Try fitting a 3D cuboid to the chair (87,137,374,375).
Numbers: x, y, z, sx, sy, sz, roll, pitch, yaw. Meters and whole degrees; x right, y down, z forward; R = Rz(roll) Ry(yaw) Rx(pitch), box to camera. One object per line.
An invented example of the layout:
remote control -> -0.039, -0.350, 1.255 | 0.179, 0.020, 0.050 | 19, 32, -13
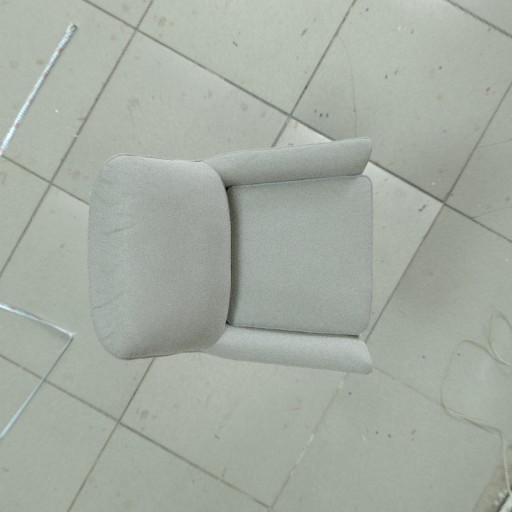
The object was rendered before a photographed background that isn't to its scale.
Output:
chair -> 0.000, 0.000, 1.507 | 0.822, 0.888, 0.787 | 0, 90, 1
